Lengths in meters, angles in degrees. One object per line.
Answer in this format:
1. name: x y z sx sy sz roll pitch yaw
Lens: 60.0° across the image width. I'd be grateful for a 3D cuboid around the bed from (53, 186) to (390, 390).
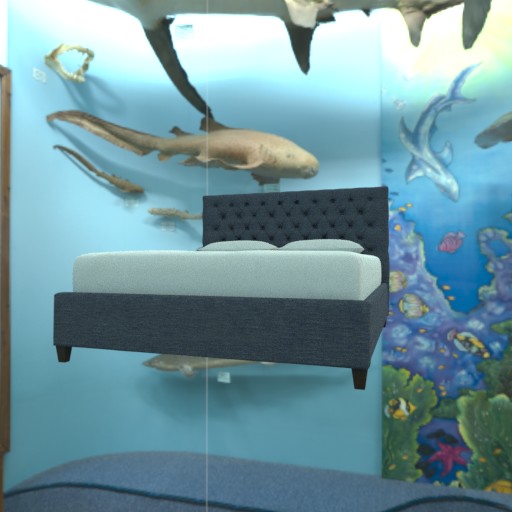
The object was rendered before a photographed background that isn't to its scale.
1. bed: 0.000 0.000 3.734 2.078 1.427 2.387 0 -1 19
